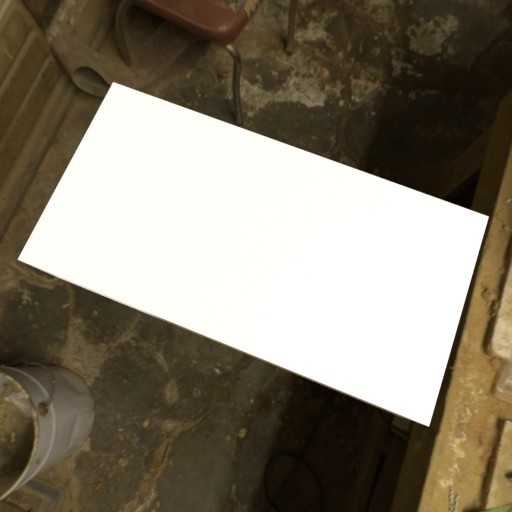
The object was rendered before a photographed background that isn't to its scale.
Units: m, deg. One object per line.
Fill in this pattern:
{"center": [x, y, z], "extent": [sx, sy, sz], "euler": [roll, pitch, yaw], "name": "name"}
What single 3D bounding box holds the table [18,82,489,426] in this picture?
{"center": [0.000, 0.000, 1.464], "extent": [1.194, 0.432, 0.609], "euler": [21, 77, 5], "name": "table"}
